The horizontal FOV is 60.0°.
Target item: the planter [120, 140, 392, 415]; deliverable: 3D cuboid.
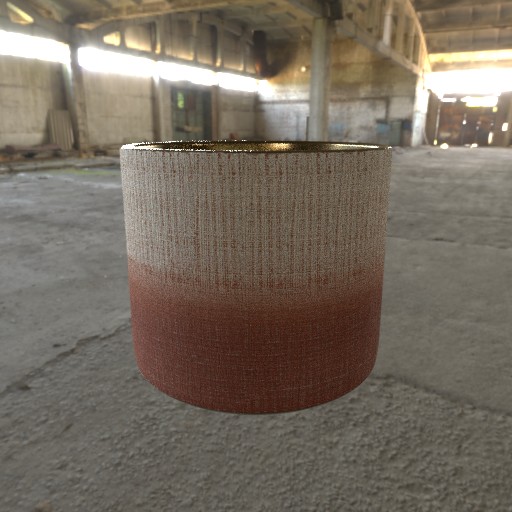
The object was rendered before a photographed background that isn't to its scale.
[{"bbox_3d":[0.000,0.000,0.452,0.254,0.221,0.254,0,16,0],"label":"planter"}]
